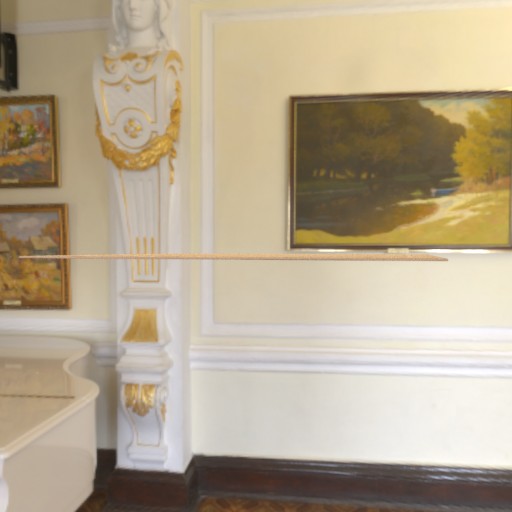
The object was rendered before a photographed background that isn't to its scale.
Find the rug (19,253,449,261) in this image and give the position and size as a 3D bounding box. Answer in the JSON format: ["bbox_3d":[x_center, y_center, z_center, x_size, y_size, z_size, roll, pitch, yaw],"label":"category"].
[{"bbox_3d":[0.000,0.000,3.853,2.895,0.018,2.288,0,1,19],"label":"rug"}]
